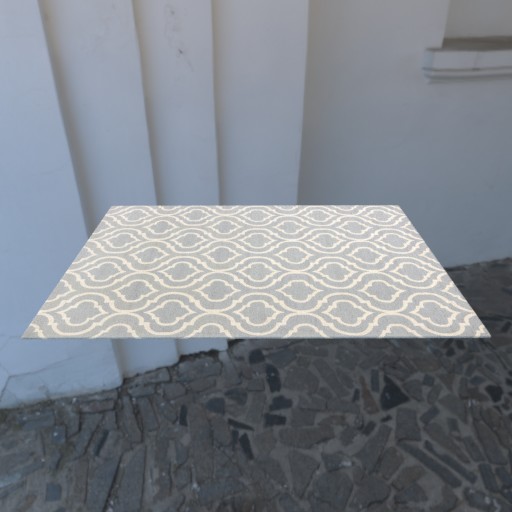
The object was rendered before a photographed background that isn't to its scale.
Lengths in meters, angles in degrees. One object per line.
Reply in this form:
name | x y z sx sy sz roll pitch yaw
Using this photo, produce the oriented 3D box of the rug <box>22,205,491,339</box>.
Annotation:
rug | 0.000 0.000 2.585 2.080 0.010 1.451 0 30 0
